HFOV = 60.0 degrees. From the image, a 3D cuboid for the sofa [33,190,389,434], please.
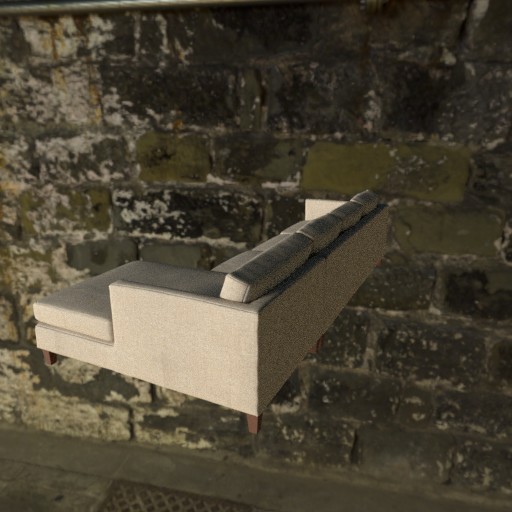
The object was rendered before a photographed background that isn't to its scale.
[{"bbox_3d":[0.000,0.000,3.812,1.625,0.846,3.186,8,19,25],"label":"sofa"}]
